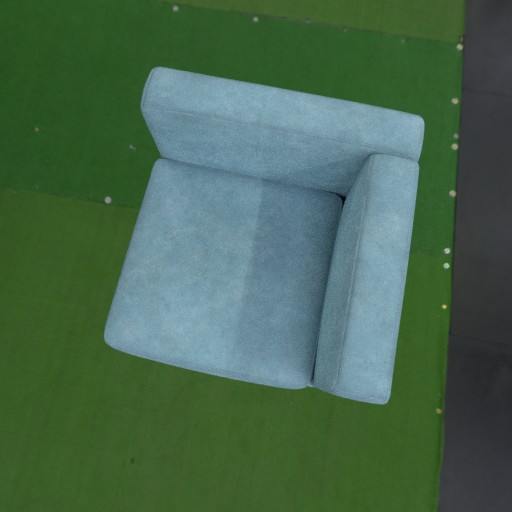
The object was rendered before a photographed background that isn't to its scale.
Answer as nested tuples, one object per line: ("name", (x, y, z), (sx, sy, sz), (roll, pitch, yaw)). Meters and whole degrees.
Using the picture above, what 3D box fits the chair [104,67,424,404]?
("chair", (0.000, 0.000, 1.262), (0.691, 0.660, 0.684), (12, 76, 3))
